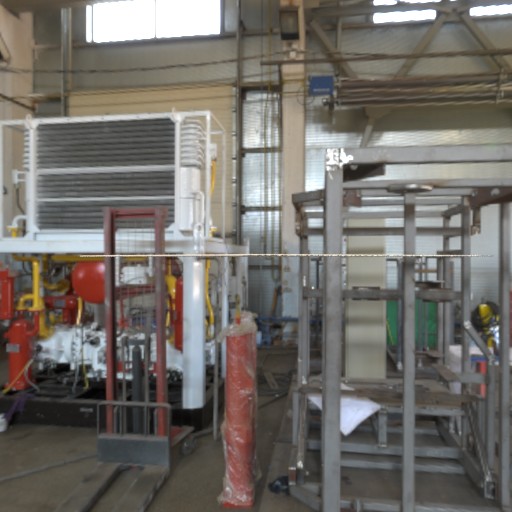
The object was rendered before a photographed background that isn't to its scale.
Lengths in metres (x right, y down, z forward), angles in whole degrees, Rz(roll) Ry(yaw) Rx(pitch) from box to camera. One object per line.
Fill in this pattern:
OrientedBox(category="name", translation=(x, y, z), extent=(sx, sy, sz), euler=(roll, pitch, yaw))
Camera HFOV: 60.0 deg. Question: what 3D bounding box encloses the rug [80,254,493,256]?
OrientedBox(category="rug", translation=(0.000, 0.000, 4.251), extent=(2.464, 0.010, 3.327), euler=(0, 0, -37))
